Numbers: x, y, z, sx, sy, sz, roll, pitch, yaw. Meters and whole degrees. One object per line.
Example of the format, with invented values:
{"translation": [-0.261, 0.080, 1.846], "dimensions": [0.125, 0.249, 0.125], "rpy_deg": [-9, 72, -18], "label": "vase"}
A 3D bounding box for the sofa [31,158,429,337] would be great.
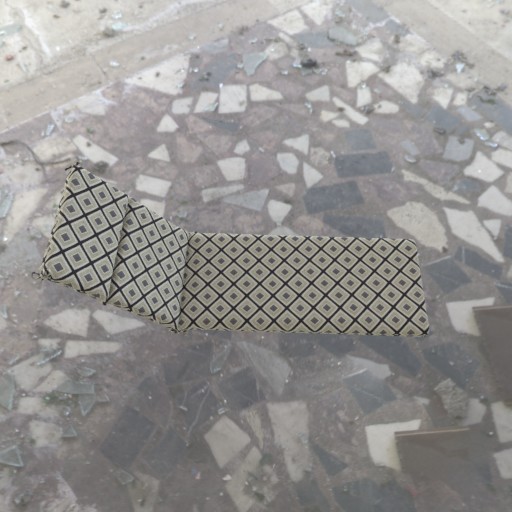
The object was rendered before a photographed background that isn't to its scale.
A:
{"translation": [0.000, 0.000, 2.002], "dimensions": [1.663, 0.622, 0.582], "rpy_deg": [2, 62, 1], "label": "sofa"}
